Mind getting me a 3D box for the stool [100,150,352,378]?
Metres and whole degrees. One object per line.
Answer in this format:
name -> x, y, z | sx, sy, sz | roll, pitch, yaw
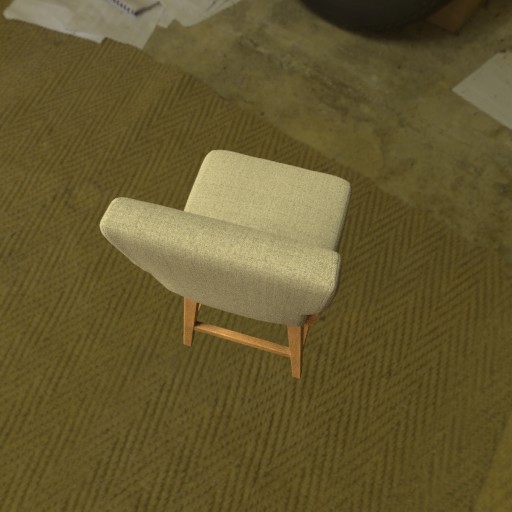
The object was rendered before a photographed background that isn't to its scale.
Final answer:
stool -> 0.000, 0.000, 1.296 | 0.459, 1.010, 0.526 | 15, 65, 7
